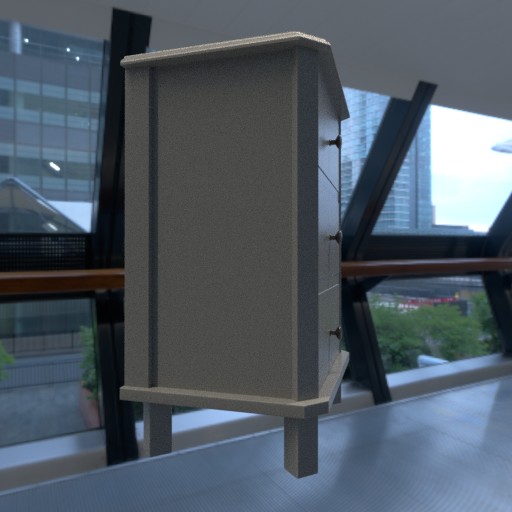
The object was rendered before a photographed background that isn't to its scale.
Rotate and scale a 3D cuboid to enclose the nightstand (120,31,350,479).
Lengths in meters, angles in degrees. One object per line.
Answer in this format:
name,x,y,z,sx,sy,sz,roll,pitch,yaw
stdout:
nightstand,0.000,0.000,0.903,0.348,0.680,0.435,0,0,17
